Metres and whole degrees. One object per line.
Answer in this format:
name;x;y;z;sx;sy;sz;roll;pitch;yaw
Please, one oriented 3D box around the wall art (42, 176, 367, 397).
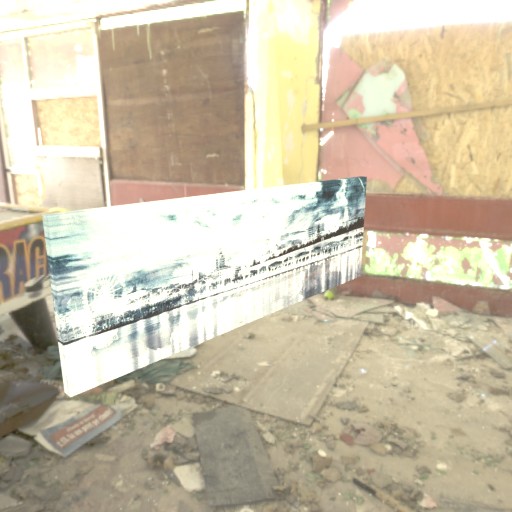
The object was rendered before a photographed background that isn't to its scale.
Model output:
wall art;0.000;0.000;1.704;0.037;0.509;1.524;14;21;42
